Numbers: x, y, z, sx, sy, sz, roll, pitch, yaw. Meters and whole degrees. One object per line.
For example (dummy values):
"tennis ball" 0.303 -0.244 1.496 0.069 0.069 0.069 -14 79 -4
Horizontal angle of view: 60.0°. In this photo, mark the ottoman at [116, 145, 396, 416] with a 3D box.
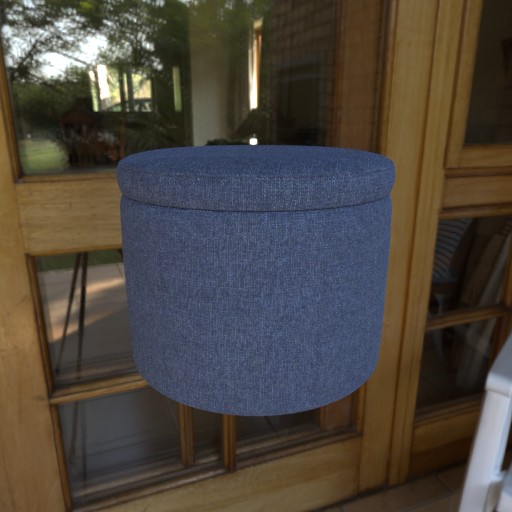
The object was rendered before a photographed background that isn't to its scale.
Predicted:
"ottoman" 0.000 0.000 0.908 0.520 0.430 0.520 0 17 0
